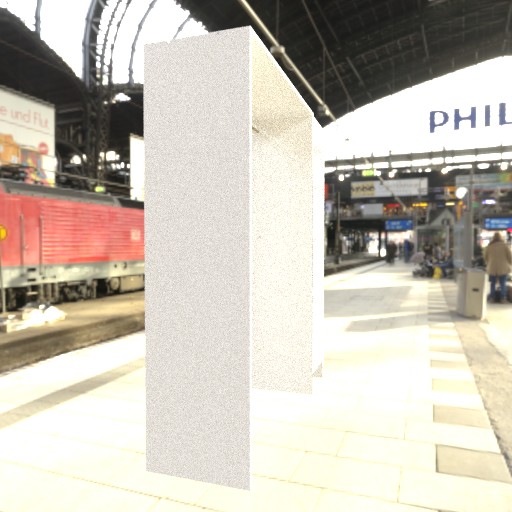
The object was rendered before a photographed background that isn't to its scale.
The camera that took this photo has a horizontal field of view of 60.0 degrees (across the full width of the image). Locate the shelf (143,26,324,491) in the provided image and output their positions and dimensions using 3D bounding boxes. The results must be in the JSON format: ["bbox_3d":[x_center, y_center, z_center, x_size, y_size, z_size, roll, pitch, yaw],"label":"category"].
[{"bbox_3d":[0.000,0.000,2.567,0.500,1.820,1.600,0,1,19],"label":"shelf"}]
